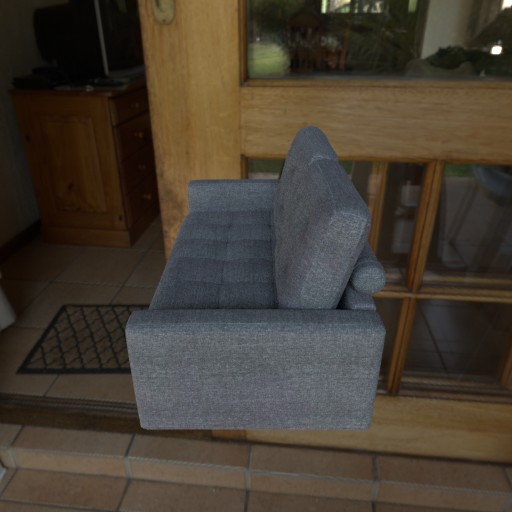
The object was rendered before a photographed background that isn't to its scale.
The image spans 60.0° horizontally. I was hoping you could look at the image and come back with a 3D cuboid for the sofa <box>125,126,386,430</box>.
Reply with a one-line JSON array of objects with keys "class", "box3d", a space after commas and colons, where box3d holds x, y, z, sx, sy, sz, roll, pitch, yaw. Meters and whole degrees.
[{"class": "sofa", "box3d": [0.000, 0.000, 1.977, 0.842, 0.907, 1.407, 0, 28, 0]}]
